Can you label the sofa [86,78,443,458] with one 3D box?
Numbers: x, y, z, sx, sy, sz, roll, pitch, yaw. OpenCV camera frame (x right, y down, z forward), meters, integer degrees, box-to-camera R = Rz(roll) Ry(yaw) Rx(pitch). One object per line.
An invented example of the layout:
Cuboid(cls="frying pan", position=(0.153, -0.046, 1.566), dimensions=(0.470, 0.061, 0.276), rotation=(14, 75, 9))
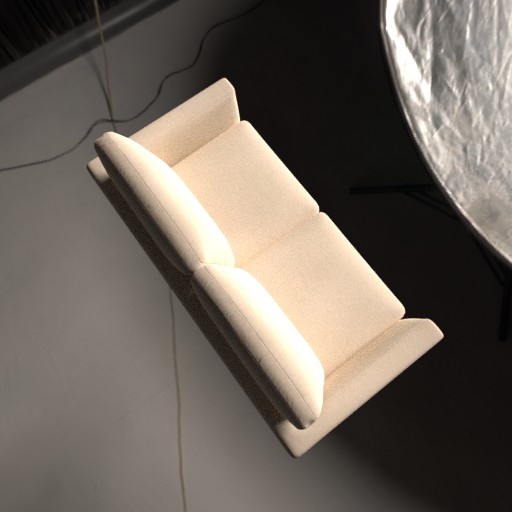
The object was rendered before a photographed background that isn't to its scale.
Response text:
Cuboid(cls="sofa", position=(0.000, 0.000, 2.334), dimensions=(0.906, 0.995, 1.739), rotation=(-36, 78, -9))
